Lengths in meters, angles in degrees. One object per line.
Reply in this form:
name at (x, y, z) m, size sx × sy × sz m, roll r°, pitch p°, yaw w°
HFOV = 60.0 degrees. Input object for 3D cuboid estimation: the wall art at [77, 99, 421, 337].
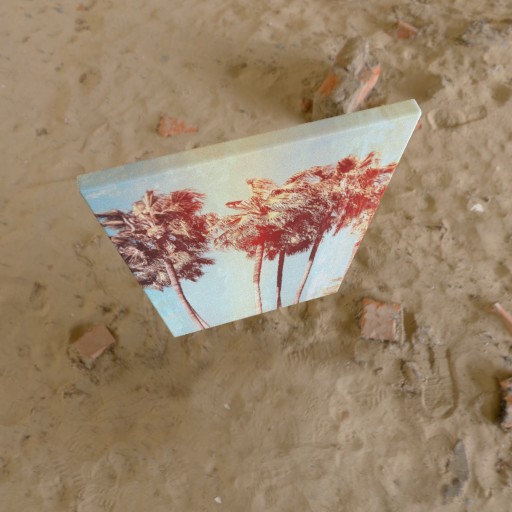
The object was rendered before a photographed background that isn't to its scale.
wall art at (0.000, 0.000, 1.169) m, size 0.605 × 0.915 × 0.037 m, roll -15°, pitch 66°, yaw -7°
